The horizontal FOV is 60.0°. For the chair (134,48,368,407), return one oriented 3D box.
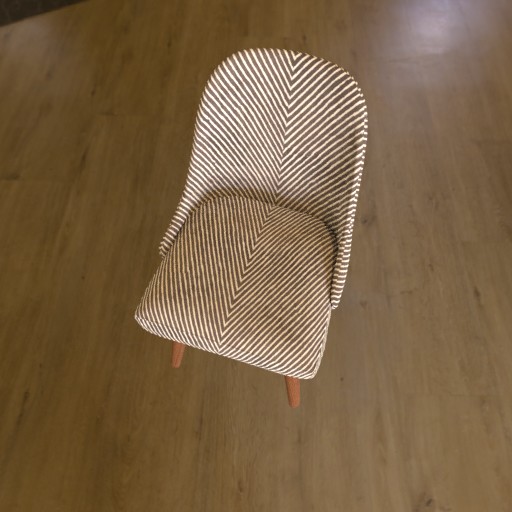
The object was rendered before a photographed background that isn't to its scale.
[{"bbox_3d":[0.000,0.000,1.239,0.504,0.883,0.591,16,60,9],"label":"chair"}]
